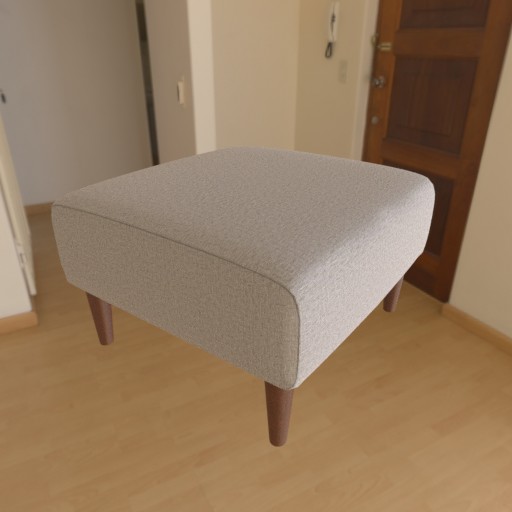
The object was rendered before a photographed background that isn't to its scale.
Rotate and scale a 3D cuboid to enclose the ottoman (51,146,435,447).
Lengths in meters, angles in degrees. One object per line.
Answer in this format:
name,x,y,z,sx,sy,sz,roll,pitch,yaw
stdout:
ottoman,0.000,0.000,1.071,0.648,0.399,0.655,18,31,32
